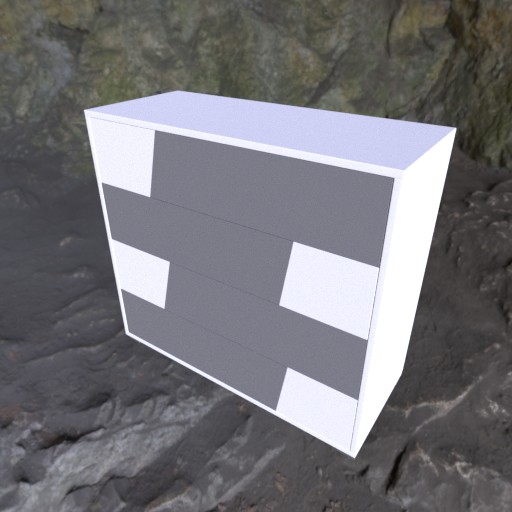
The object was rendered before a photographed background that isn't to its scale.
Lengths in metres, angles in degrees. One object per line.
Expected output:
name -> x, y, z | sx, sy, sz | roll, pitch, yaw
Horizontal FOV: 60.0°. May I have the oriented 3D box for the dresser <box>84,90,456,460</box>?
dresser -> 0.000, 0.000, 1.643 | 1.100, 1.000, 0.460 | 19, 35, 29
